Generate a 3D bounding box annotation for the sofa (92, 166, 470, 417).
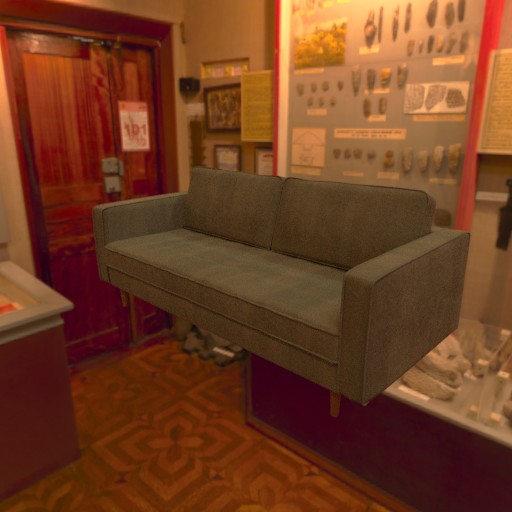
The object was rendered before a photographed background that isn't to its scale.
[{"bbox_3d":[0.000,0.000,2.405,1.920,0.825,0.924,16,23,41],"label":"sofa"}]
